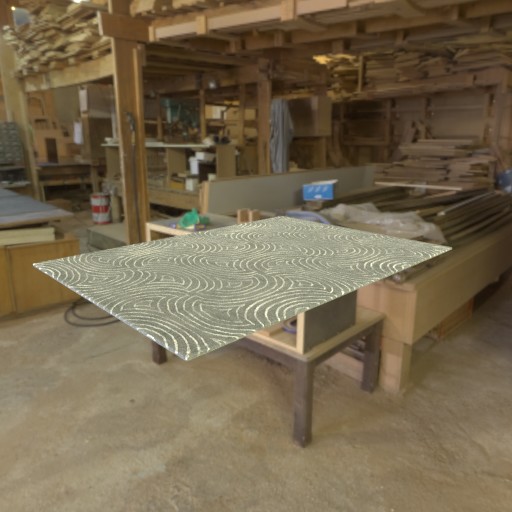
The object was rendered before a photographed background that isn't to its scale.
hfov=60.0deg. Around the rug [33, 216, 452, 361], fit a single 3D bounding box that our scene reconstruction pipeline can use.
[{"bbox_3d":[0.000,0.000,2.775,2.144,0.015,1.543,-15,22,-42],"label":"rug"}]
